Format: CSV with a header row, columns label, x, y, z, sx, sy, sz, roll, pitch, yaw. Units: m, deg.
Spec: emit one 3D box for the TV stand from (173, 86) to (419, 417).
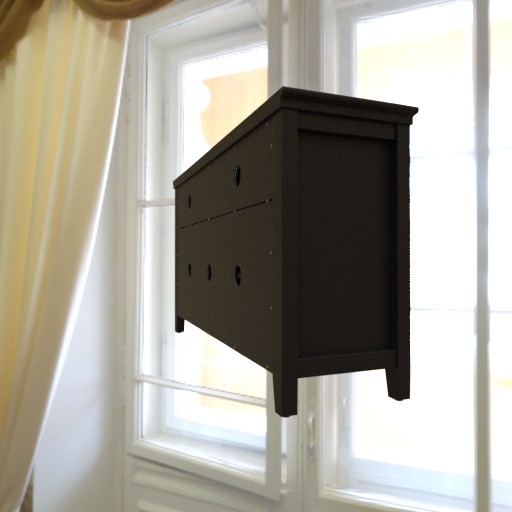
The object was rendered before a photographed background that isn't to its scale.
label,x,y,z,sx,sy,sz,roll,pitch,yaw
TV stand,0.000,0.000,1.513,0.347,0.681,1.198,0,0,-21
